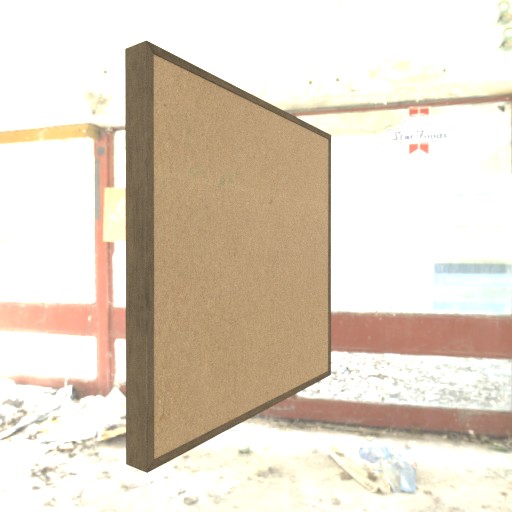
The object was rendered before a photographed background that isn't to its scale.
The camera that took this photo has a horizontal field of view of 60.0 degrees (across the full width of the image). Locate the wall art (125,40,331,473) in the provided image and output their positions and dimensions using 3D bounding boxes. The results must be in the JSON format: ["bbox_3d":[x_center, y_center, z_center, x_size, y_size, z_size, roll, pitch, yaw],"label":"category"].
[{"bbox_3d":[0.000,0.000,0.740,0.038,0.508,0.508,0,1,34],"label":"wall art"}]
